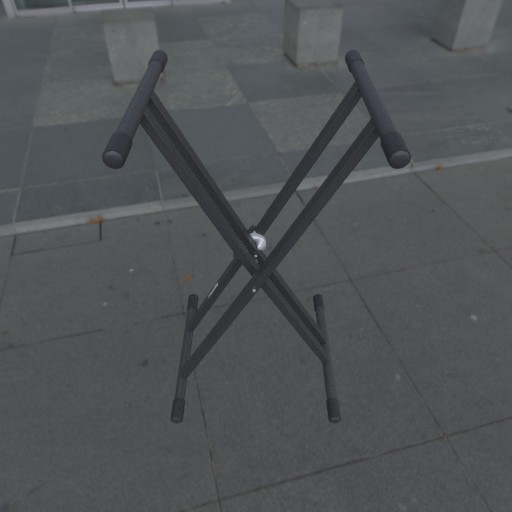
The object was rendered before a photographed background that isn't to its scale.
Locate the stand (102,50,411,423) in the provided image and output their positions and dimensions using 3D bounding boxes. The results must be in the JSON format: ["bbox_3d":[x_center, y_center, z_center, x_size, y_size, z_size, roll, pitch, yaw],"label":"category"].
[{"bbox_3d":[0.000,0.000,1.188,0.503,0.900,0.495,0,43,0],"label":"stand"}]
